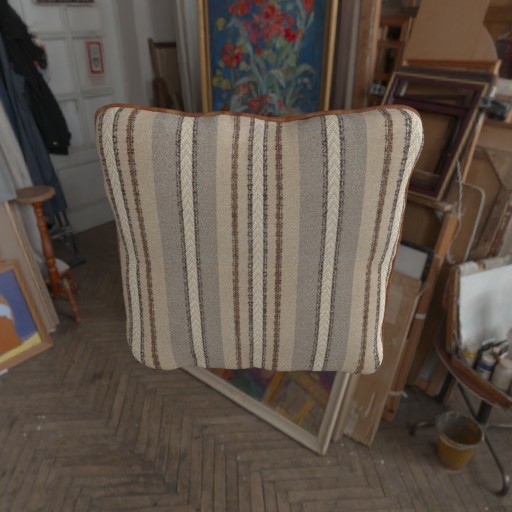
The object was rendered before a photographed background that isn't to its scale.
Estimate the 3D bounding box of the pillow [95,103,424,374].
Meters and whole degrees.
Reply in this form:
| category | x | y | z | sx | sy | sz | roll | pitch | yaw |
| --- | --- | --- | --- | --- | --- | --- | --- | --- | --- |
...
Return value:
| category | x | y | z | sx | sy | sz | roll | pitch | yaw |
| --- | --- | --- | --- | --- | --- | --- | --- | --- | --- |
| pillow | 0.000 | 0.000 | 0.748 | 0.489 | 0.490 | 0.130 | 1 | 28 | 2 |
